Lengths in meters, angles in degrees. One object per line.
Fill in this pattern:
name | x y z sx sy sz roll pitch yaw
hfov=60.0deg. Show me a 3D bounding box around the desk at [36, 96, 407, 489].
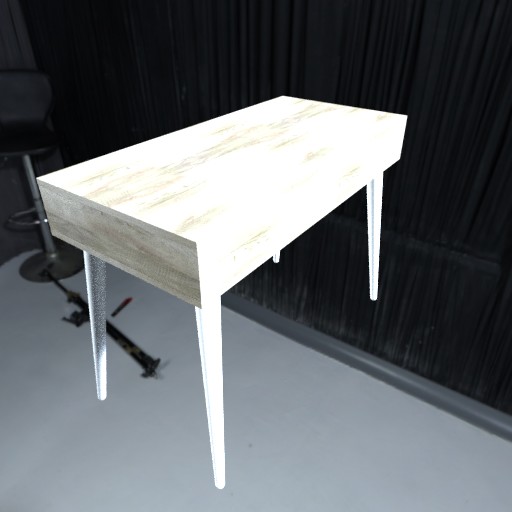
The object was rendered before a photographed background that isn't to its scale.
desk | 0.000 0.000 1.374 0.491 0.723 0.979 21 38 30
